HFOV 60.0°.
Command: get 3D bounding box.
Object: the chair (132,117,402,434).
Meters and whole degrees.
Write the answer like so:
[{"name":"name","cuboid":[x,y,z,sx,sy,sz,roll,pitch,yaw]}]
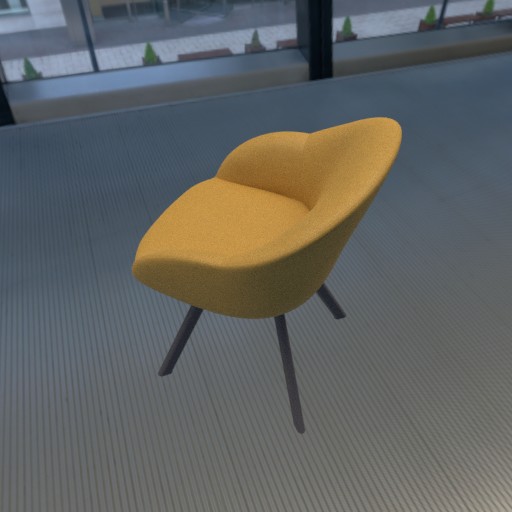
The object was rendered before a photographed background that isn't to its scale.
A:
[{"name":"chair","cuboid":[0.000,0.000,1.185,0.583,0.793,0.551,17,47,16]}]
